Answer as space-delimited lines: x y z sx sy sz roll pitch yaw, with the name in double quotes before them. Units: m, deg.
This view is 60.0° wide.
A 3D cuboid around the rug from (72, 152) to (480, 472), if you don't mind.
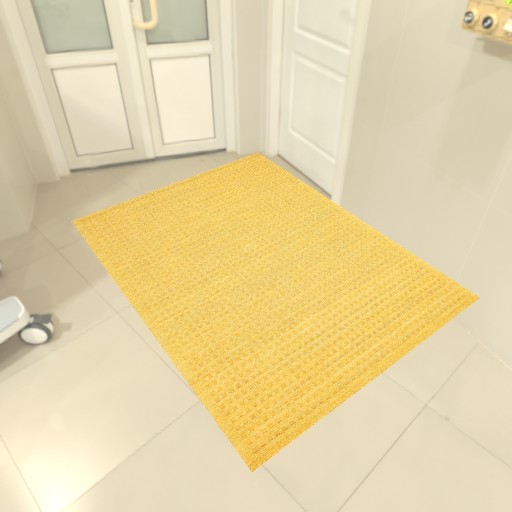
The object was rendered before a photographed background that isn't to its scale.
"rug" 0.000 0.000 4.312 2.486 0.015 3.242 -26 48 -27
